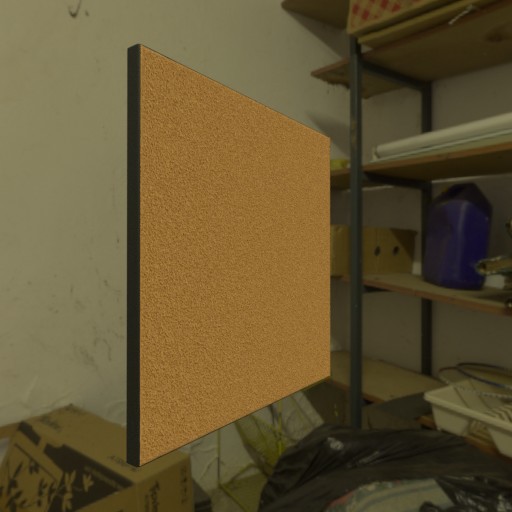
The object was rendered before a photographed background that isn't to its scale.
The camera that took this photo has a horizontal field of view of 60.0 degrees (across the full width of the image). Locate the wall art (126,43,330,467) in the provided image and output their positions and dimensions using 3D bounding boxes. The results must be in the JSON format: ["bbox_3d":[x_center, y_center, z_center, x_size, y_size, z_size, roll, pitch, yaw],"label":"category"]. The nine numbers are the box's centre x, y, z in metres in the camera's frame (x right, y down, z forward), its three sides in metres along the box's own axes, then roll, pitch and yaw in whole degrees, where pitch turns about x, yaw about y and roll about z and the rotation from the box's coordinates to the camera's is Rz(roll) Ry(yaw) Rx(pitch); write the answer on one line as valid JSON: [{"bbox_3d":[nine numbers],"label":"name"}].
[{"bbox_3d":[0.000,0.000,0.662,0.022,0.453,0.456,0,0,36],"label":"wall art"}]
